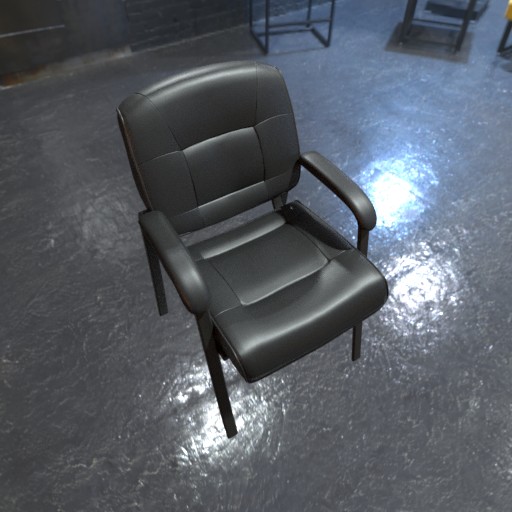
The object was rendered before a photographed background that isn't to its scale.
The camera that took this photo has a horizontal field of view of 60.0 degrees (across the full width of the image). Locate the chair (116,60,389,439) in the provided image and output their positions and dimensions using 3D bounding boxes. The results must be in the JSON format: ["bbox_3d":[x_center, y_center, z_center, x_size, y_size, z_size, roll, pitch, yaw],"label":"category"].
[{"bbox_3d":[0.000,0.000,1.328,0.591,0.910,0.668,-25,52,-21],"label":"chair"}]
